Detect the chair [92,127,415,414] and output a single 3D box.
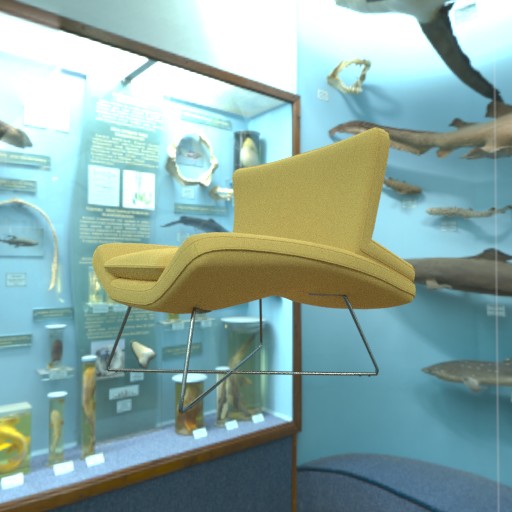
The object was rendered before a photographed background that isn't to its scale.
[{"bbox_3d":[0.000,0.000,1.679,1.008,0.855,0.859,1,-1,-36],"label":"chair"}]
